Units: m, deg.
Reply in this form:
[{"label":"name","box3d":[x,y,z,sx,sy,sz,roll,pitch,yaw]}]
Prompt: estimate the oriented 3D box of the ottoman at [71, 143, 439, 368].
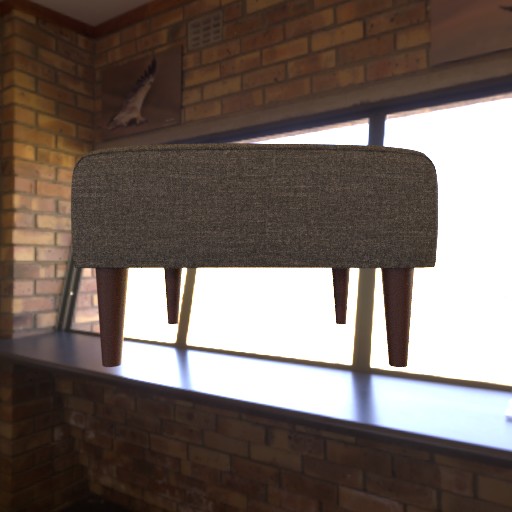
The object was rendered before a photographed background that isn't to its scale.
[{"label":"ottoman","box3d":[0.000,0.000,1.063,0.648,0.399,0.655,0,-1,1]}]
